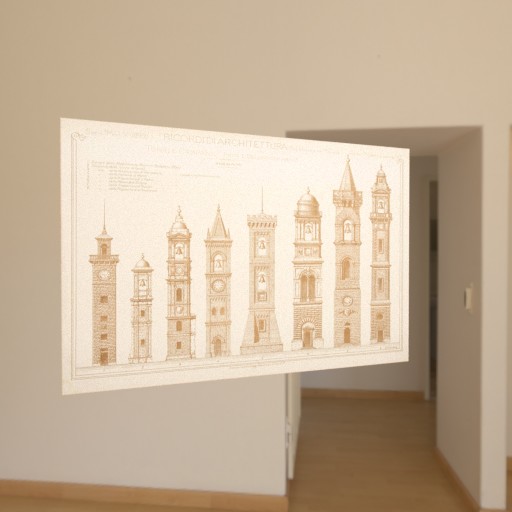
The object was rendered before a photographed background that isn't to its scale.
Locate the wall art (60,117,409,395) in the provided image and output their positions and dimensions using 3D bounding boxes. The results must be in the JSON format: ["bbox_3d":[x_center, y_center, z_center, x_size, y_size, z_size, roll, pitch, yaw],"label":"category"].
[{"bbox_3d":[0.000,0.000,1.135,0.915,0.608,0.033,0,1,-19],"label":"wall art"}]
